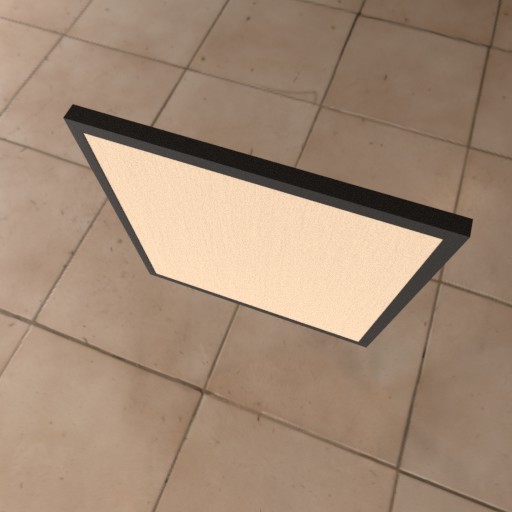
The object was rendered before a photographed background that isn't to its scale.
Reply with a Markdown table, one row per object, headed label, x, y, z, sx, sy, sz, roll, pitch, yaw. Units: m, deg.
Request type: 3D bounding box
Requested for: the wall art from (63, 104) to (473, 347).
| label | x | y | z | sx | sy | sz | roll | pitch | yaw |
| --- | --- | --- | --- | --- | --- | --- | --- | --- | --- |
| wall art | 0.000 | 0.000 | 0.455 | 0.306 | 0.304 | 0.015 | 18 | 66 | 8 |
